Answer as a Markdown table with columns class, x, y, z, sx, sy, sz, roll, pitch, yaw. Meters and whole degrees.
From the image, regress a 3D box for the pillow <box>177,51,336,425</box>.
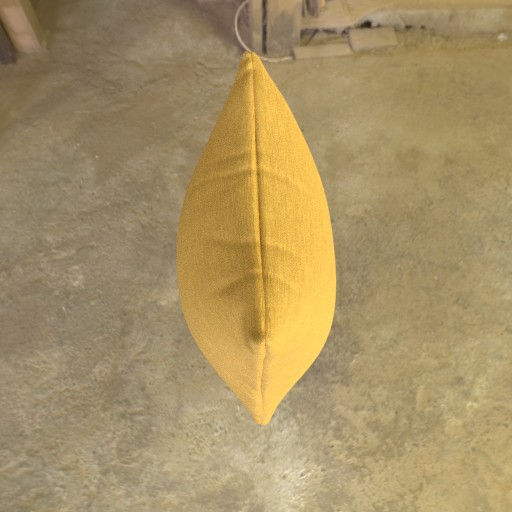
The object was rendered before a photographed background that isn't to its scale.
| class | x | y | z | sx | sy | sz | roll | pitch | yaw |
| --- | --- | --- | --- | --- | --- | --- | --- | --- | --- |
| pillow | 0.000 | 0.000 | 0.689 | 0.247 | 0.417 | 0.435 | -2 | 60 | -1 |
